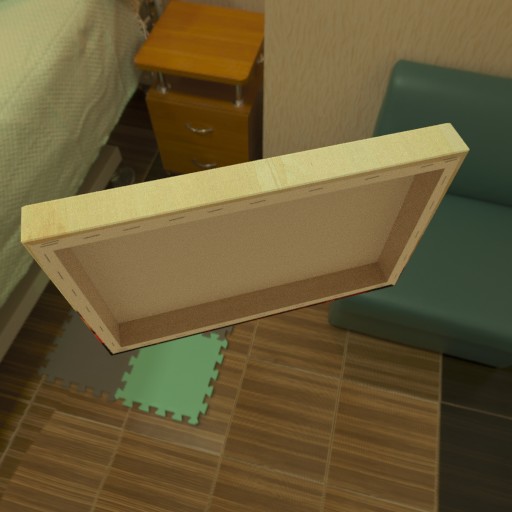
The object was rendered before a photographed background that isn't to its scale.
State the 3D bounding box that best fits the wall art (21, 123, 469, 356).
[{"bbox_3d":[0.000,0.000,0.481,0.383,0.251,0.037,-13,58,-8],"label":"wall art"}]
